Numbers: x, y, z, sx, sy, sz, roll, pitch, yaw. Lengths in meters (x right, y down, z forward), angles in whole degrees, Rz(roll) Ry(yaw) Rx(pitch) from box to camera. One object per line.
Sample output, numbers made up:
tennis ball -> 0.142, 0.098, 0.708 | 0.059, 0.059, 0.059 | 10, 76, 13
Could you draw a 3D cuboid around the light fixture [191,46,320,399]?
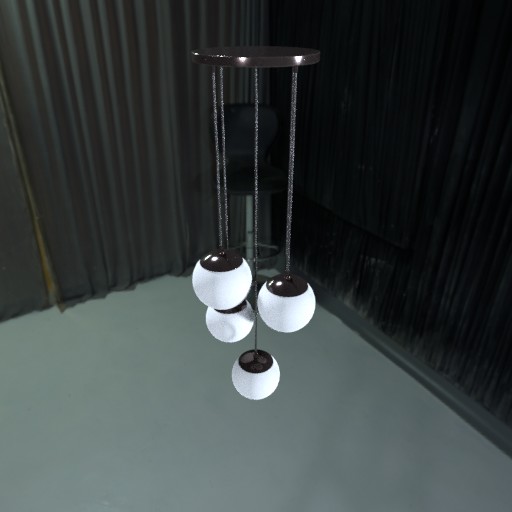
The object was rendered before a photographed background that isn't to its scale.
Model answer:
light fixture -> 0.000, 0.000, 1.508 | 0.489, 1.271, 0.484 | -18, 34, -29
